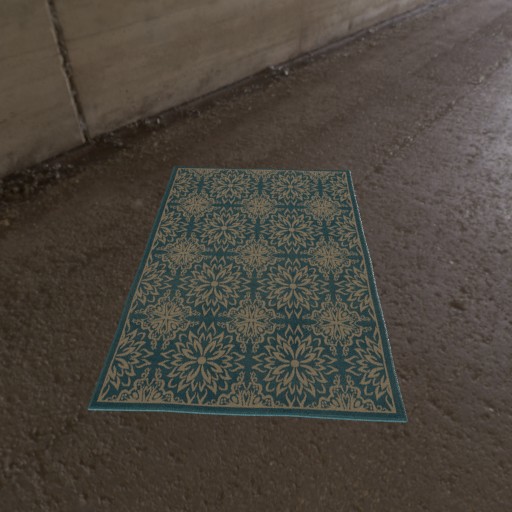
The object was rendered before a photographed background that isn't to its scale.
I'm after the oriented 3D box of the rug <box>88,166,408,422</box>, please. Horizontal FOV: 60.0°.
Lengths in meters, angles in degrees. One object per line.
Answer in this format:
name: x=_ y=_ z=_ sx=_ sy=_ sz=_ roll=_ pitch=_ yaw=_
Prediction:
rug: x=0.000 y=0.000 z=2.361 sx=1.211 sy=0.012 sz=1.833 roll=2 pitch=41 yaw=2
